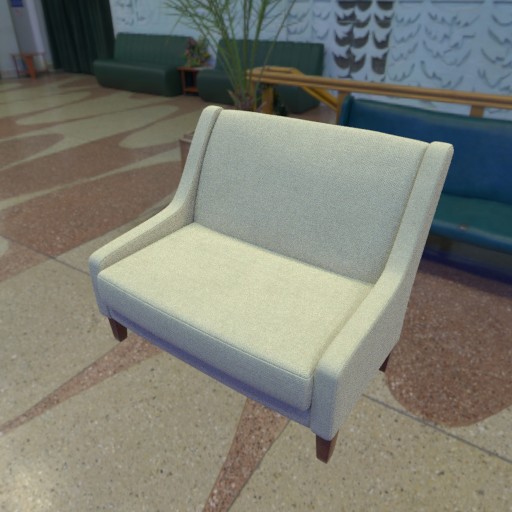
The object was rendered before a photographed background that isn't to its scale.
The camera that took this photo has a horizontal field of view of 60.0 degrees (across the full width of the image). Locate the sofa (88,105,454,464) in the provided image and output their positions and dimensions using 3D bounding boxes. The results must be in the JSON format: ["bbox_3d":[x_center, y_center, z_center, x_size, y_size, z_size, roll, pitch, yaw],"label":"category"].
[{"bbox_3d":[0.000,0.000,1.899,1.212,0.976,0.946,20,36,30],"label":"sofa"}]
